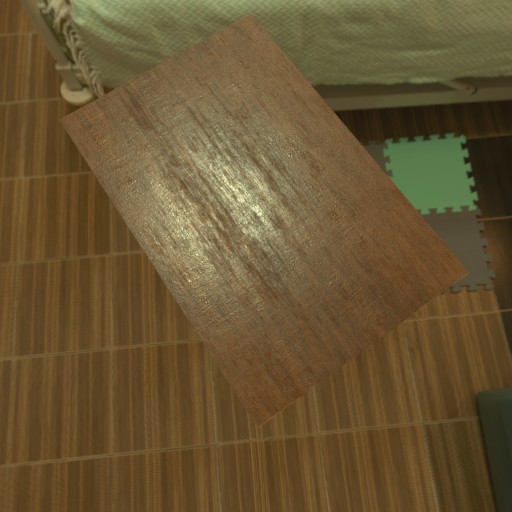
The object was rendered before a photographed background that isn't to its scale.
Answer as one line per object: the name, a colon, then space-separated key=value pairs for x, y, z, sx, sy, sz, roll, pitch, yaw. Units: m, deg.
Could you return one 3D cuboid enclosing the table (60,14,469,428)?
table: x=0.000 y=0.000 z=0.826 sx=0.307 sy=0.580 sz=0.454 roll=-33 pitch=77 yaw=-9
